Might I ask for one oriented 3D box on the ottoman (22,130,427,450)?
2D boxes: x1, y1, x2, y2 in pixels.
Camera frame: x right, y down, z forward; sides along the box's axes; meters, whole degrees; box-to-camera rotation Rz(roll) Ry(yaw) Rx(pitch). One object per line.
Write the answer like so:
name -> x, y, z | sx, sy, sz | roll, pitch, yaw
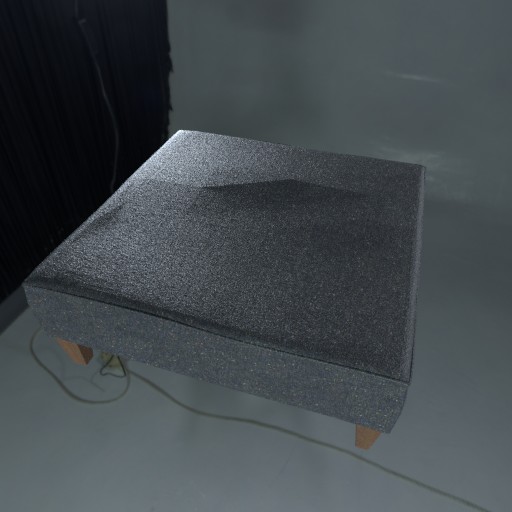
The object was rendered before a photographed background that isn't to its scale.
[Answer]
ottoman -> 0.000, 0.000, 1.495 | 1.004, 0.382, 0.968 | 12, 42, 13
